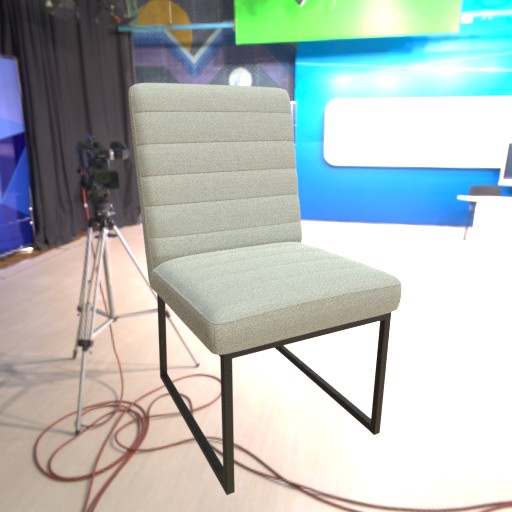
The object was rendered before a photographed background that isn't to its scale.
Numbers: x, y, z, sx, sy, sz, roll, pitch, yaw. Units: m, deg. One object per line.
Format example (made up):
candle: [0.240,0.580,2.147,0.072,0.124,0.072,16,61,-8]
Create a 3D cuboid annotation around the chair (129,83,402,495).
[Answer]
chair: [0.000,0.000,1.242,0.520,0.930,0.634,-9,19,-26]
